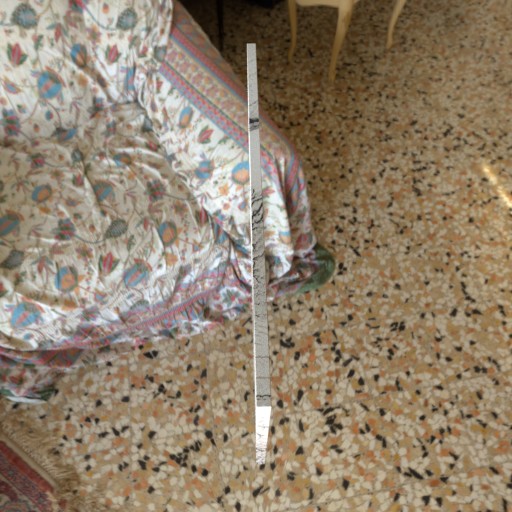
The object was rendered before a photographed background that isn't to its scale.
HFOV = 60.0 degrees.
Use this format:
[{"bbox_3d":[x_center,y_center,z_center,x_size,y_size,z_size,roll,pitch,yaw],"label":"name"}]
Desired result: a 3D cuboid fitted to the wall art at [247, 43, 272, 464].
[{"bbox_3d":[0.000,0.000,1.155,0.023,0.607,0.914,-1,58,-1],"label":"wall art"}]
